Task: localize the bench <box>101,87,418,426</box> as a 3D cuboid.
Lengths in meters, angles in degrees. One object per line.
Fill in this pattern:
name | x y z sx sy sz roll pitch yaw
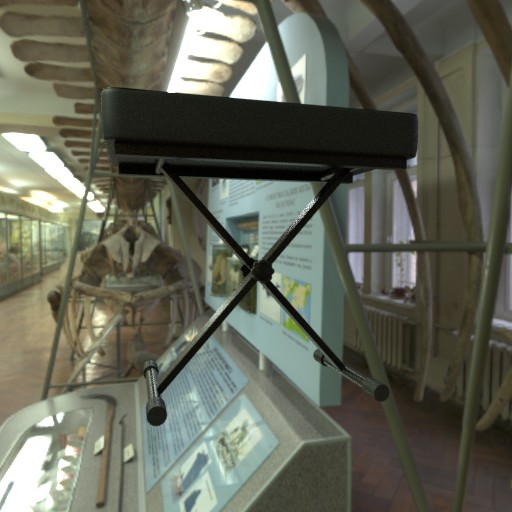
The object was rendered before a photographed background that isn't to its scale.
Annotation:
bench | 0.000 0.000 0.940 0.600 0.561 0.300 -1 2 -15
